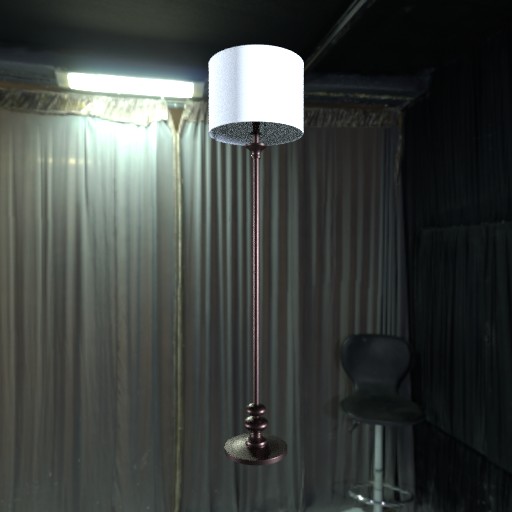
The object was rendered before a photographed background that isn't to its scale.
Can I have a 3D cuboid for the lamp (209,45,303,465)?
[{"bbox_3d":[0.000,0.000,1.687,0.356,1.487,0.356,0,1,-18],"label":"lamp"}]
